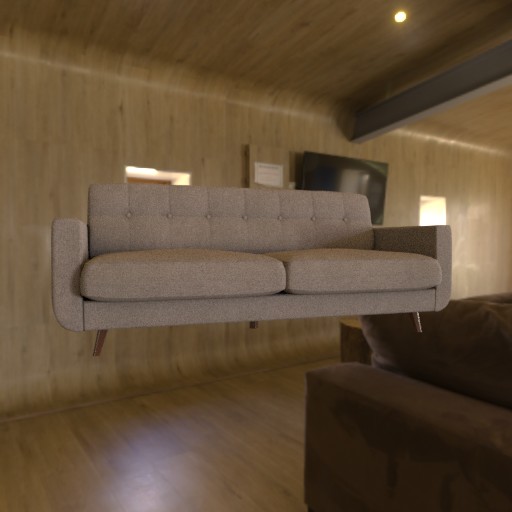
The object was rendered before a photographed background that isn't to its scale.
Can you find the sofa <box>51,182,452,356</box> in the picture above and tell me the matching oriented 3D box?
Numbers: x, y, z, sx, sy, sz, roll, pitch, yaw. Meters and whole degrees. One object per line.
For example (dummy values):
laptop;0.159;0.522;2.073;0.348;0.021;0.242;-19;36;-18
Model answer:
sofa;0.000;0.000;2.503;2.029;0.841;0.909;0;1;-18
